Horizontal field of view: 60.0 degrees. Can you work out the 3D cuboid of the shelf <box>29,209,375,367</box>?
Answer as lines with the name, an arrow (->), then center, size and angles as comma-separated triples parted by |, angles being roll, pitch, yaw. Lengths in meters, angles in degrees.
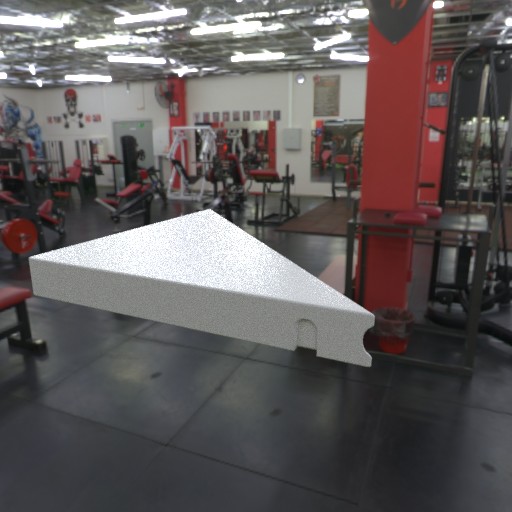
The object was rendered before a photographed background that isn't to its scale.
shelf -> 0.000, 0.000, 0.453 | 0.296, 0.035, 0.296 | 7, 17, 25
